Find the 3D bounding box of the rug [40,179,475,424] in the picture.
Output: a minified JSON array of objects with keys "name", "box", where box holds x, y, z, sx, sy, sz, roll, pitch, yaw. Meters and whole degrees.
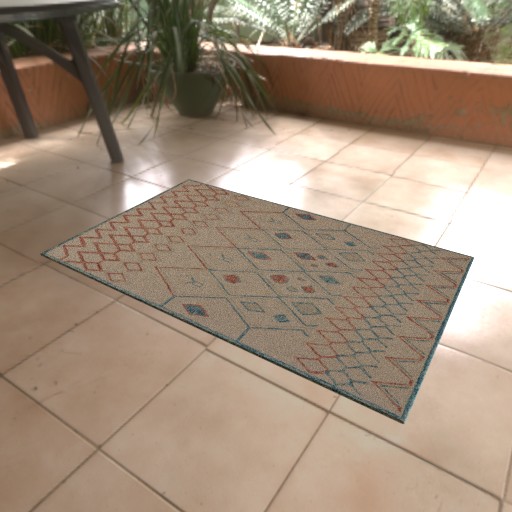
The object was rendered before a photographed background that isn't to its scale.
[{"name":"rug","box":[0.000,0.000,2.929,2.438,0.015,1.524,19,37,27]}]
